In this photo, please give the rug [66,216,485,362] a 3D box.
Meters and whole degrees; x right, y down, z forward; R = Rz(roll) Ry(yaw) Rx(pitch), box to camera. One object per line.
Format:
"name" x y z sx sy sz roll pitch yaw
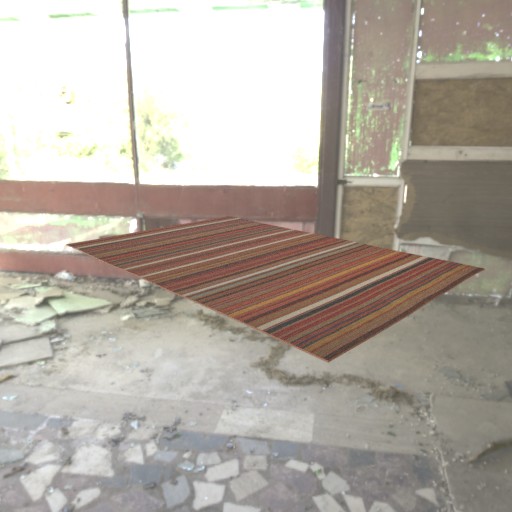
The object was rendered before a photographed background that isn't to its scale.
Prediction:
"rug" 0.000 0.000 2.281 1.217 0.007 1.828 -15 22 -42
